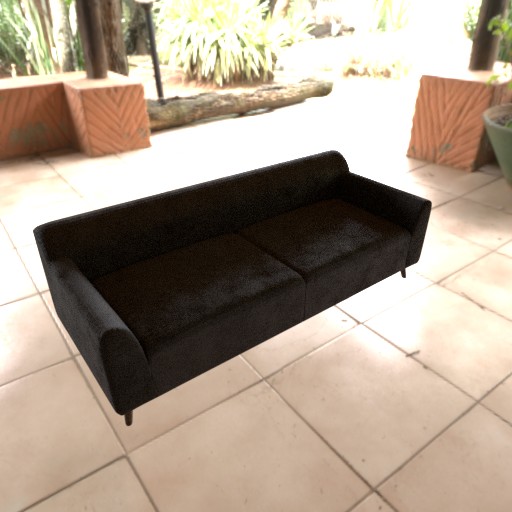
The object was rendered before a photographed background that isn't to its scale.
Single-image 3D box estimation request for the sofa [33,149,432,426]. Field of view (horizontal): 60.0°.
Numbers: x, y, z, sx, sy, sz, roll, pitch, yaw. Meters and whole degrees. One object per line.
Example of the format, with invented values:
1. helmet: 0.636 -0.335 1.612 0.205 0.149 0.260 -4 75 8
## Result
1. sofa: 0.000 0.000 2.680 2.190 0.740 0.900 -21 36 -31
